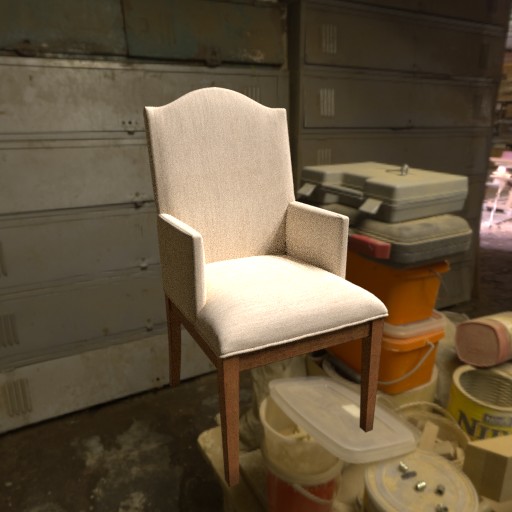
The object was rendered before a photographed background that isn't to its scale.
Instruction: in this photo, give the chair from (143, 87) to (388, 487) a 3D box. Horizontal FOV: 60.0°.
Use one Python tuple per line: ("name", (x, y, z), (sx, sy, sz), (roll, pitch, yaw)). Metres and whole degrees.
("chair", (0.000, 0.000, 1.376), (0.533, 1.016, 0.641), (-9, 19, -26))
